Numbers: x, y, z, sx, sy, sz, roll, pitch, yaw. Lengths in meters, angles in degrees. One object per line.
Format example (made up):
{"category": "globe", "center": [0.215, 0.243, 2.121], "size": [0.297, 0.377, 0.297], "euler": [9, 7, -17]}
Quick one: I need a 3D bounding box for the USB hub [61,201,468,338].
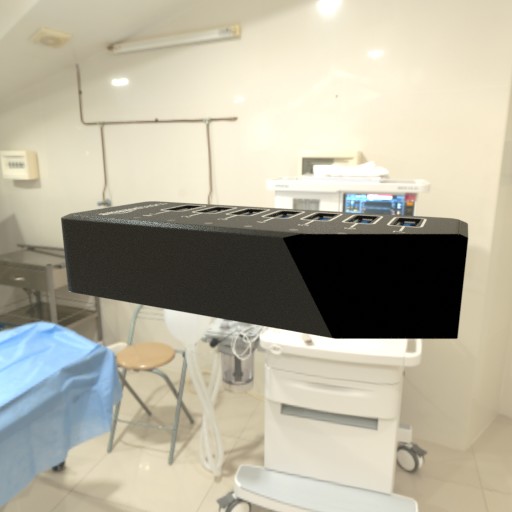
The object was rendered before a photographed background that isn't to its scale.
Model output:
{"category": "USB hub", "center": [0.000, 0.000, 0.129], "size": [0.110, 0.023, 0.044], "euler": [6, 15, 24]}
